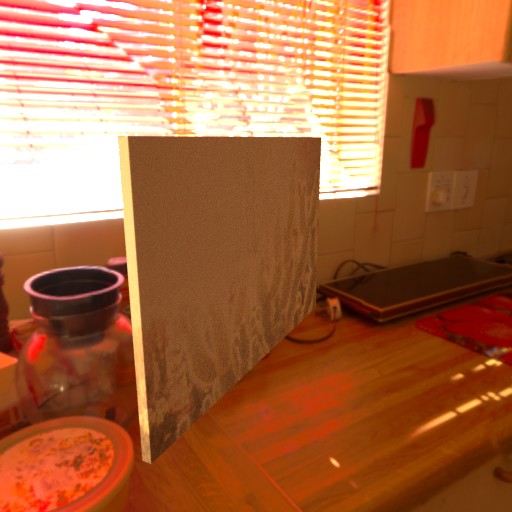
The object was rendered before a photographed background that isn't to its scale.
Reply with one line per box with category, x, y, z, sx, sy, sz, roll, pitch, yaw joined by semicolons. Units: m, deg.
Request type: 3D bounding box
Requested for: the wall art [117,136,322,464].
wall art;0.000;0.000;1.945;0.038;1.012;1.525;8;17;26
